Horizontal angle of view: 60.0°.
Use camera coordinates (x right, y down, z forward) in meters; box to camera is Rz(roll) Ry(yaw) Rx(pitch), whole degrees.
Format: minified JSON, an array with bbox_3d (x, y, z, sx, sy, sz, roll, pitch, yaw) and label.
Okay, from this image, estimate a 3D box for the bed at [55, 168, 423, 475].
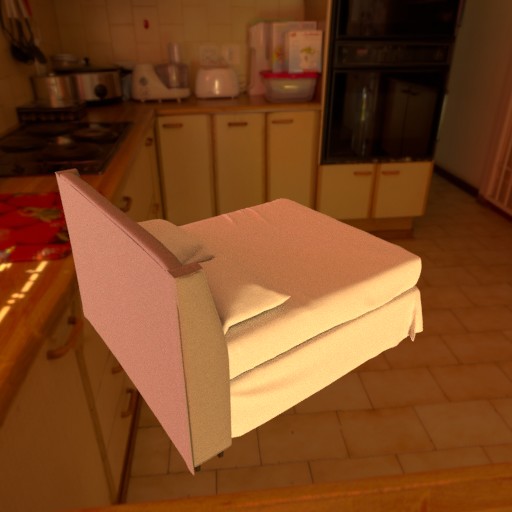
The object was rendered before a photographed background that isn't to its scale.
[{"bbox_3d":[0.000,0.000,3.437,2.276,1.332,1.925,-19,33,-32],"label":"bed"}]
